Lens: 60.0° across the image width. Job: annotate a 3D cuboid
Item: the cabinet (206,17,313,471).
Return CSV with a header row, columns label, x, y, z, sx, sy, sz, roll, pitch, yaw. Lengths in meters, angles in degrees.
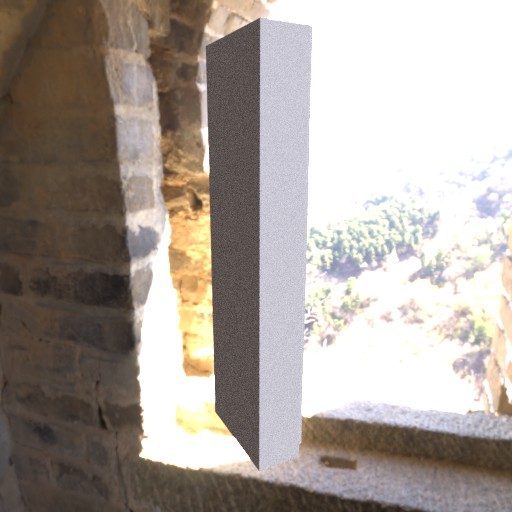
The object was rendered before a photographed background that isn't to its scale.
label,x,y,z,sx,sy,sz,roll,pitch,yaw
cabinet,0.000,0.000,1.974,0.230,1.790,0.500,-7,16,-27
